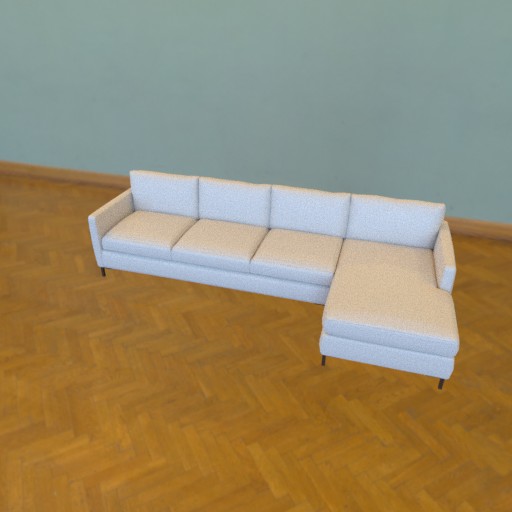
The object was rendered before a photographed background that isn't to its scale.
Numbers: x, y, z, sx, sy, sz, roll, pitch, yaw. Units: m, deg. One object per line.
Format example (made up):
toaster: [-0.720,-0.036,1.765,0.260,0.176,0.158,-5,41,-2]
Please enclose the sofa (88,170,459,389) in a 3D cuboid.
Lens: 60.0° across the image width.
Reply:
sofa: [0.000,0.000,3.275,2.731,0.755,1.258,9,31,15]
